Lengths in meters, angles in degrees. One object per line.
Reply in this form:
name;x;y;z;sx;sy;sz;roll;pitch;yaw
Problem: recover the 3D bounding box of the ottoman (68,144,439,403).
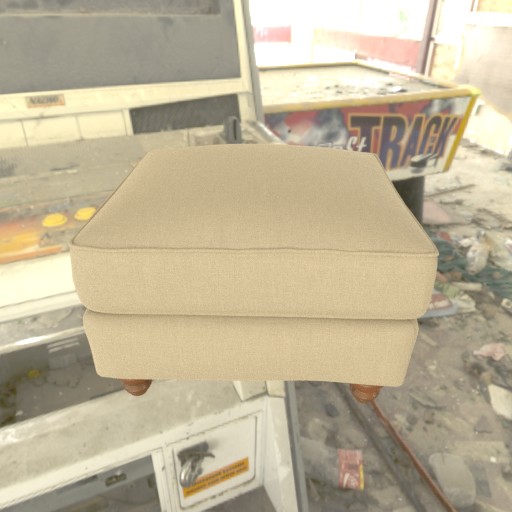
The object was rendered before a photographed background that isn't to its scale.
ottoman;0.000;0.000;1.164;0.716;0.505;0.662;1;30;2
